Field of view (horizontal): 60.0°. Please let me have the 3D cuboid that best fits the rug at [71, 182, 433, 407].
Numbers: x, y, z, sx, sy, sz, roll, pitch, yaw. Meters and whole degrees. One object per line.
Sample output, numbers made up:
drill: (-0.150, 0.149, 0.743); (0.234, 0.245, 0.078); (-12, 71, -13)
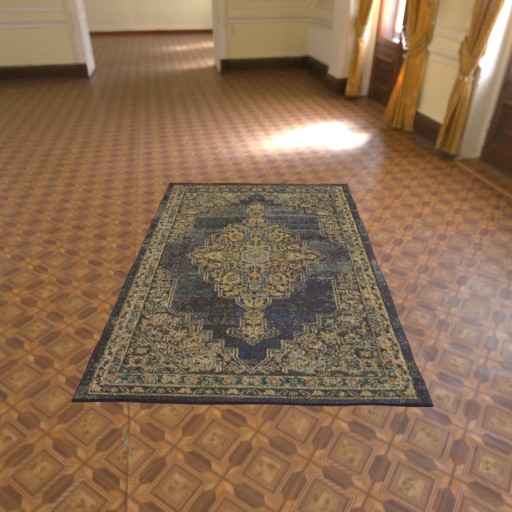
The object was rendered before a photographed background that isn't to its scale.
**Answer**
rug: (0.000, 0.000, 2.183); (1.184, 0.012, 1.781); (1, 33, 1)
